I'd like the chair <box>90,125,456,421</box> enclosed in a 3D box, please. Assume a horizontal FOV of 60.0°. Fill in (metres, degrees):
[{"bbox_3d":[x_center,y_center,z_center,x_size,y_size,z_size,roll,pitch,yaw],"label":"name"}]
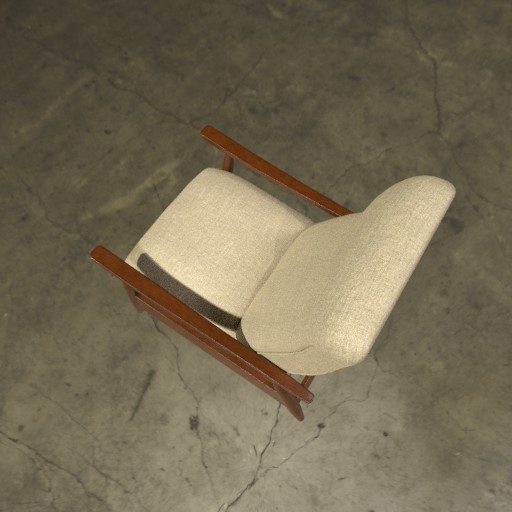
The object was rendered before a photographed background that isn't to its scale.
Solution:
[{"bbox_3d":[0.000,0.000,1.756,1.014,1.082,0.762,31,68,14],"label":"chair"}]
